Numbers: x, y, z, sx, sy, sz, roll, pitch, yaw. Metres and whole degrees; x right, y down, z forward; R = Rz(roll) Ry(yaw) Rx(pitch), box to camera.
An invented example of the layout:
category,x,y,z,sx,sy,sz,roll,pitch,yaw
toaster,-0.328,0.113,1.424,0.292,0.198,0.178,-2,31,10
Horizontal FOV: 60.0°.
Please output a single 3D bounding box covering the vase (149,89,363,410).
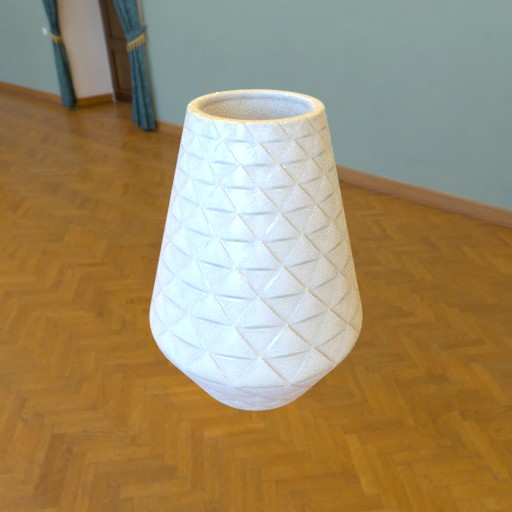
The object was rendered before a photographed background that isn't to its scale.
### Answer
category,x,y,z,sx,sy,sz,roll,pitch,yaw
vase,0.000,0.000,0.345,0.175,0.230,0.175,0,32,0
